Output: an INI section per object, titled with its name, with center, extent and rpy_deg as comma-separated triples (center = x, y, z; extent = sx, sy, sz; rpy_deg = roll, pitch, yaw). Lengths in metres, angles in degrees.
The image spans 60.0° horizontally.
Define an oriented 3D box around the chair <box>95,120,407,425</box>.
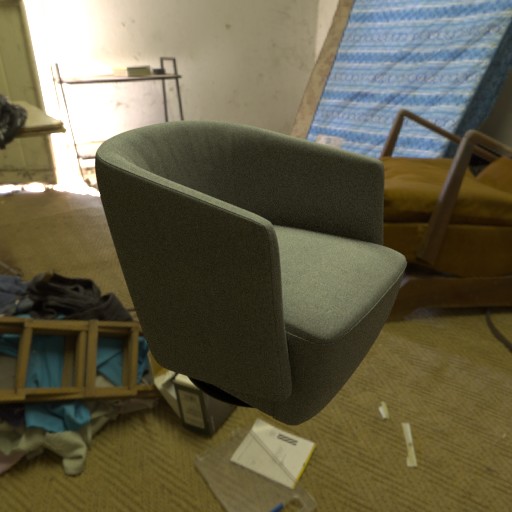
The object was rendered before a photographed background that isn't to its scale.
[chair]
center = 0.000, 0.000, 1.634
extent = 0.986, 0.861, 0.822
rpy_deg = 17, 31, 31
